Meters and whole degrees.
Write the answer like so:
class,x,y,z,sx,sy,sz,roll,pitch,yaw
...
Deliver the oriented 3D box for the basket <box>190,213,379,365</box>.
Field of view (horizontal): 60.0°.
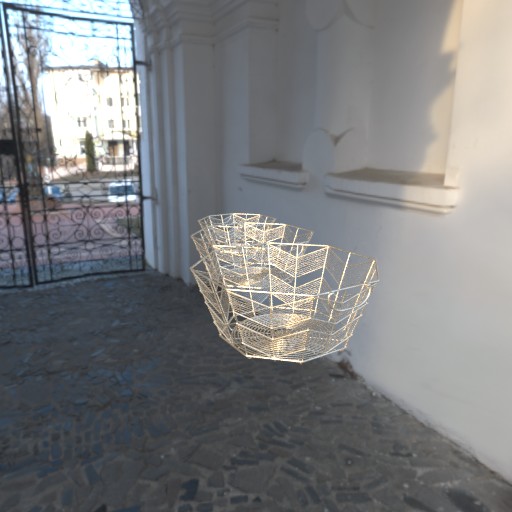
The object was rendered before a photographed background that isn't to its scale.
class,x,y,z,sx,sy,sz,roll,pitch,yaw
basket,0.000,0.000,1.412,0.432,0.178,1.246,-2,15,-9
